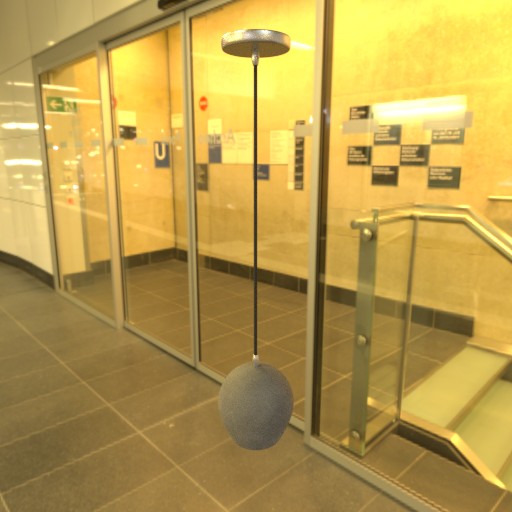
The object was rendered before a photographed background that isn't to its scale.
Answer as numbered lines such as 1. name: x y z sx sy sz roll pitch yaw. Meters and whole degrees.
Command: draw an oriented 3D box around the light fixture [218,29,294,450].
1. light fixture: 0.000 0.000 0.839 0.153 0.760 0.153 6 14 27
